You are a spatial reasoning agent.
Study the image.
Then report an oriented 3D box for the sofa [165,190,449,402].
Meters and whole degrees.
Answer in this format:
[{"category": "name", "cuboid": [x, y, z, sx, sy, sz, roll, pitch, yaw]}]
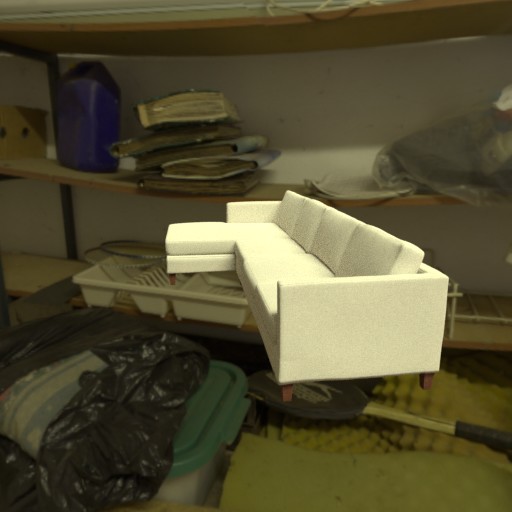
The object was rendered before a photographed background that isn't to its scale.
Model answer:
[{"category": "sofa", "cuboid": [0.000, 0.000, 3.820, 1.625, 0.846, 3.186, -2, 15, -8]}]
